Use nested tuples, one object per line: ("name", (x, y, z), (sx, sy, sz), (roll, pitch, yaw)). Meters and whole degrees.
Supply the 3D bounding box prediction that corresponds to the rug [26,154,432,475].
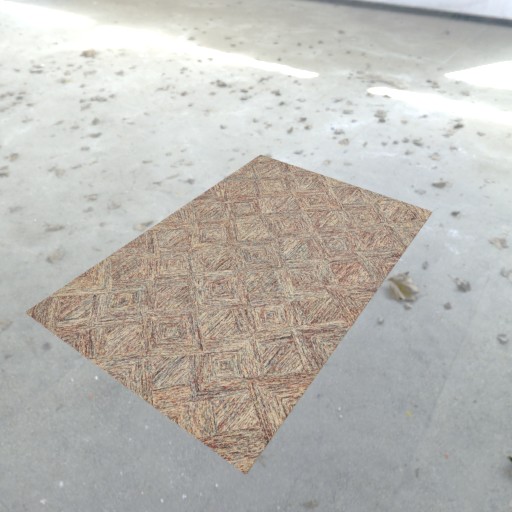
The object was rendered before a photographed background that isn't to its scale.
("rug", (0.000, 0.000, 2.840), (1.523, 0.019, 2.285), (25, 46, 26))
